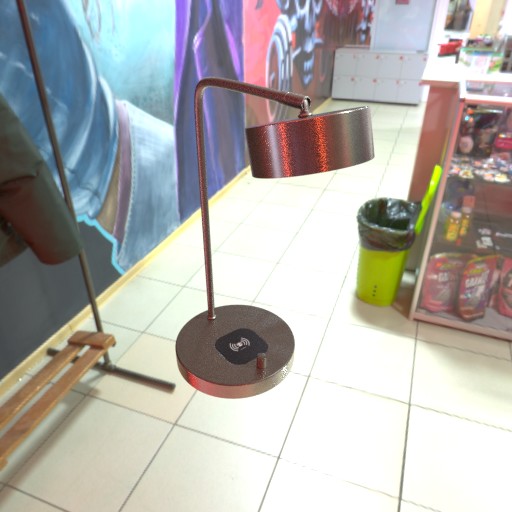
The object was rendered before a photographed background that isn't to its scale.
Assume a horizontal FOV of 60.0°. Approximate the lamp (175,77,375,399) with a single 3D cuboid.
[{"bbox_3d":[0.000,0.000,0.641,0.211,0.469,0.334,-21,36,-31],"label":"lamp"}]
